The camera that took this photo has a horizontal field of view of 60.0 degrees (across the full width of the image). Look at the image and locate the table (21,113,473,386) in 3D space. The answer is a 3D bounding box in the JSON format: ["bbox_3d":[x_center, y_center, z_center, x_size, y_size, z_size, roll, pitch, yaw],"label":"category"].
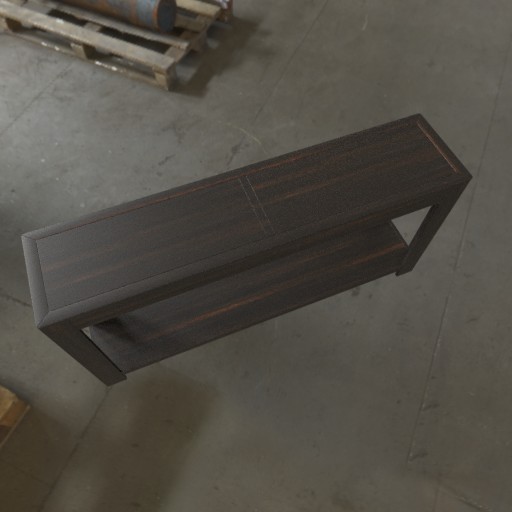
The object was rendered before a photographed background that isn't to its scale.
[{"bbox_3d":[0.000,0.000,1.953,1.631,0.762,0.384,-19,62,-11],"label":"table"}]
